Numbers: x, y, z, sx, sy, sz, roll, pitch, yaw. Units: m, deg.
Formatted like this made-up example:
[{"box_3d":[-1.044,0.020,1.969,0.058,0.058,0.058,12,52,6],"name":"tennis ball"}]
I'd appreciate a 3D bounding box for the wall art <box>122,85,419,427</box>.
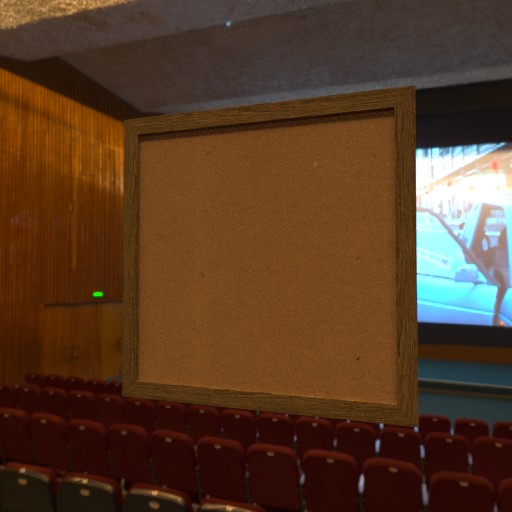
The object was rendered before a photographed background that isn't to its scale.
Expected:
[{"box_3d":[0.000,0.000,0.745,0.508,0.508,0.019,-1,-2,18],"name":"wall art"}]
